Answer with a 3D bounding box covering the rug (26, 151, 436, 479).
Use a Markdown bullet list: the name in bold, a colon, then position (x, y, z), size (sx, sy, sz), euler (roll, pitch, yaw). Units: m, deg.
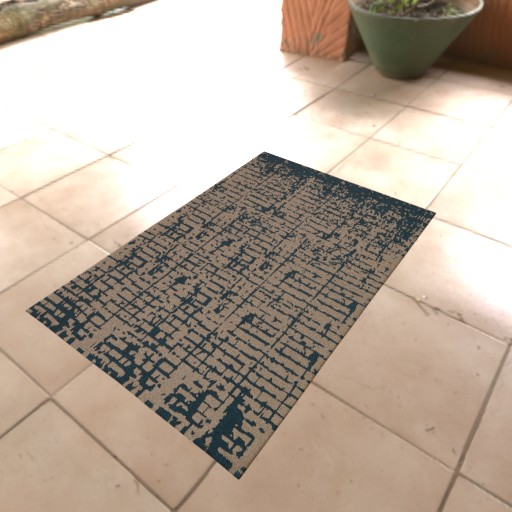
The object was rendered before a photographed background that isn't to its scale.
- **rug**: position (0.000, 0.000, 2.264), size (1.220, 0.007, 1.828), euler (26, 48, 26)
